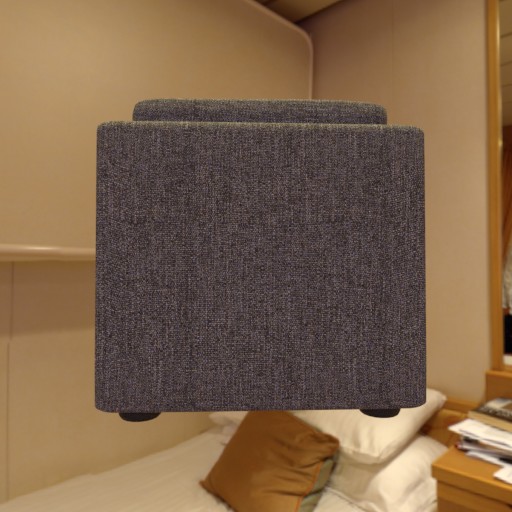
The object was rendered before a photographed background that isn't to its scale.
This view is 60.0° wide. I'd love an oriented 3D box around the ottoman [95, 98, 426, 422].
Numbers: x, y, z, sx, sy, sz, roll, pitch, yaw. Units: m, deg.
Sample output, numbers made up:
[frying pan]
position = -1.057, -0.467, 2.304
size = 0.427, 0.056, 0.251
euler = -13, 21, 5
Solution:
[ottoman]
position = 0.000, 0.000, 0.811
size = 0.450, 0.460, 0.450
euler = 0, -1, -3
